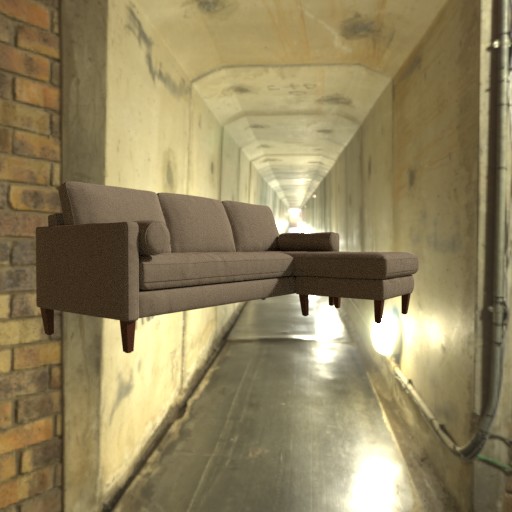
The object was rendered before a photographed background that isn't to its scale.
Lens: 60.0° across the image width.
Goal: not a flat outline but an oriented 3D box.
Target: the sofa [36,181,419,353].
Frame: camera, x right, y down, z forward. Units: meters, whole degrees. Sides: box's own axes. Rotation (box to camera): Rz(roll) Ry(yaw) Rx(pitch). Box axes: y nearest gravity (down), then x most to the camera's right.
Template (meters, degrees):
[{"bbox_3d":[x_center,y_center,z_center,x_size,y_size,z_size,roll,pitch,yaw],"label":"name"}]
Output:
[{"bbox_3d":[0.000,0.000,2.918,1.506,0.875,2.178,1,1,37],"label":"sofa"}]
